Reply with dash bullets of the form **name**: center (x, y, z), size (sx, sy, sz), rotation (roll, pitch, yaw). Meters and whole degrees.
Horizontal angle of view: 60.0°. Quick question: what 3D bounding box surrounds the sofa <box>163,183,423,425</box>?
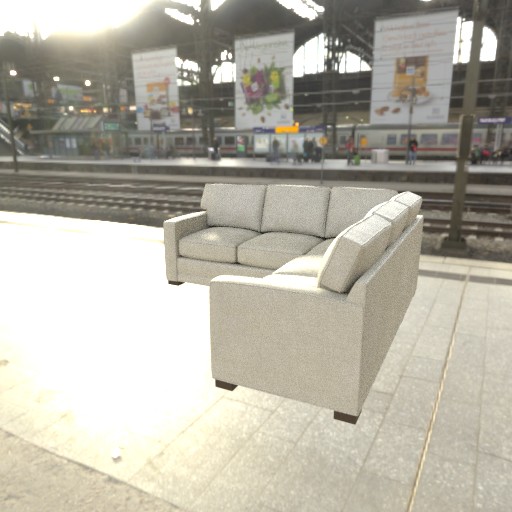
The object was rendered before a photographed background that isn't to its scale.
- **sofa**: center (0.000, 0.000, 3.398), size (2.188, 0.936, 2.211), rotation (7, 16, 25)
